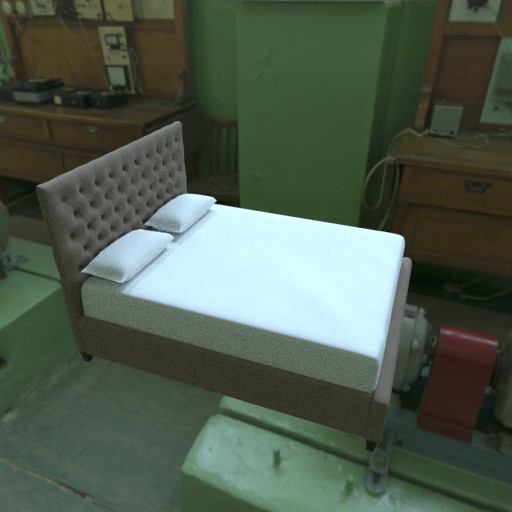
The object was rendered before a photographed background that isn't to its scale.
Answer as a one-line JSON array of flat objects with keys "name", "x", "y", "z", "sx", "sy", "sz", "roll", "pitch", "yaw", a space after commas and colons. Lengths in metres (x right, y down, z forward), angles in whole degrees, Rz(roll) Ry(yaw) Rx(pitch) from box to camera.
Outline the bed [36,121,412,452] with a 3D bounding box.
[{"name": "bed", "x": 0.000, "y": 0.000, "z": 3.331, "sx": 2.233, "sy": 1.426, "sz": 1.696, "roll": 11, "pitch": 33, "yaw": 18}]
